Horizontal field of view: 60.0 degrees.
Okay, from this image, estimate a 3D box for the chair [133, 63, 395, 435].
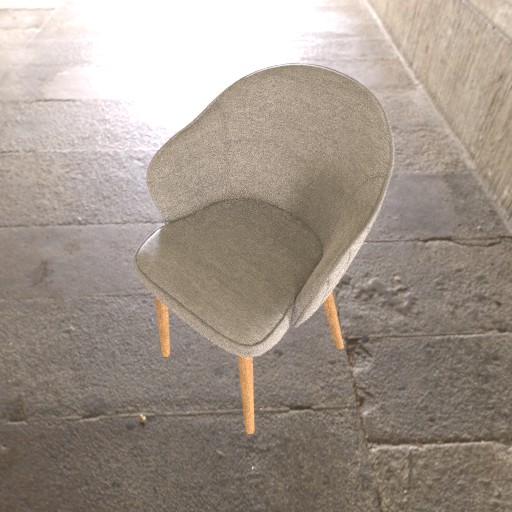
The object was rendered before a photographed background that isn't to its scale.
[{"bbox_3d":[0.000,0.000,1.139,0.540,0.800,0.530,33,54,28],"label":"chair"}]
